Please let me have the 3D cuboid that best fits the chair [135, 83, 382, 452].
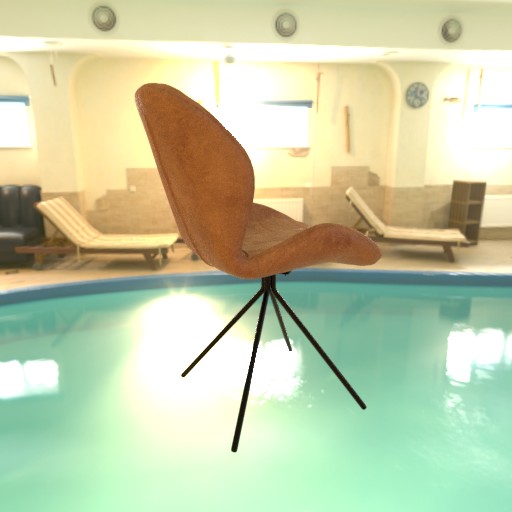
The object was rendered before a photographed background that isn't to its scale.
[{"bbox_3d":[0.000,0.000,1.315,0.640,0.929,0.527,-7,16,-26],"label":"chair"}]
